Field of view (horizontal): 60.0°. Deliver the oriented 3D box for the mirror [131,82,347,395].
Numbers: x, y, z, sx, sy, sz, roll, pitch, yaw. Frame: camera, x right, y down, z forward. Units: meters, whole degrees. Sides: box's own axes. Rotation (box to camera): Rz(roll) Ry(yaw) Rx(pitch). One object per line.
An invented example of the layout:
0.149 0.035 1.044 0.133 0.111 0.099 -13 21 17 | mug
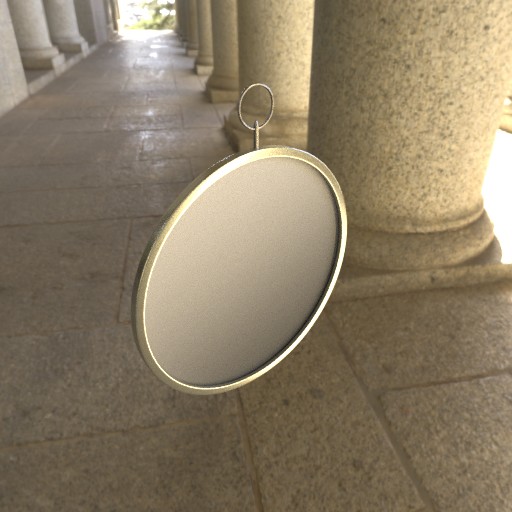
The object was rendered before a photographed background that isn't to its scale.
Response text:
0.000 0.000 0.968 0.594 0.713 0.020 -23 37 -34 | mirror
